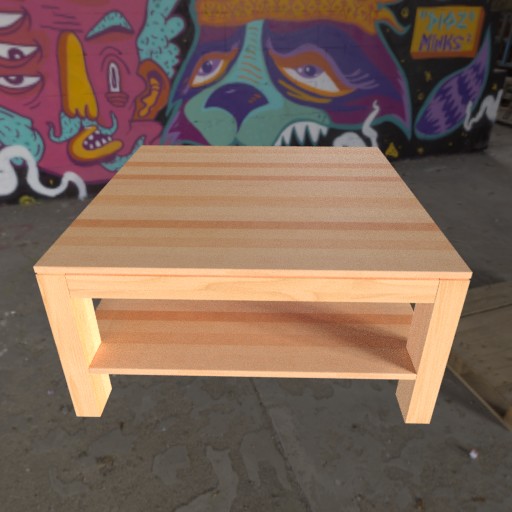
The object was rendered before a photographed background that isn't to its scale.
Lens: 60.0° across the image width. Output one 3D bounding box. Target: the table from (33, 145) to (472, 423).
[{"bbox_3d":[0.000,0.000,1.408,0.900,0.450,0.900,1,30,1],"label":"table"}]
